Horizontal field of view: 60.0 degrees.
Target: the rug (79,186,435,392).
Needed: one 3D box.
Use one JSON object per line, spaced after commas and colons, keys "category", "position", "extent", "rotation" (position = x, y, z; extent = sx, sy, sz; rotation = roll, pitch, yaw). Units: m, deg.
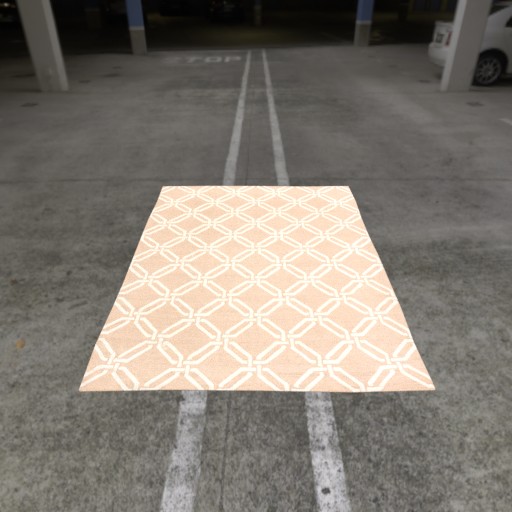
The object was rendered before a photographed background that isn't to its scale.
{"category": "rug", "position": [0.000, 0.000, 4.402], "extent": [2.452, 0.020, 3.365], "rotation": [0, 33, 0]}
